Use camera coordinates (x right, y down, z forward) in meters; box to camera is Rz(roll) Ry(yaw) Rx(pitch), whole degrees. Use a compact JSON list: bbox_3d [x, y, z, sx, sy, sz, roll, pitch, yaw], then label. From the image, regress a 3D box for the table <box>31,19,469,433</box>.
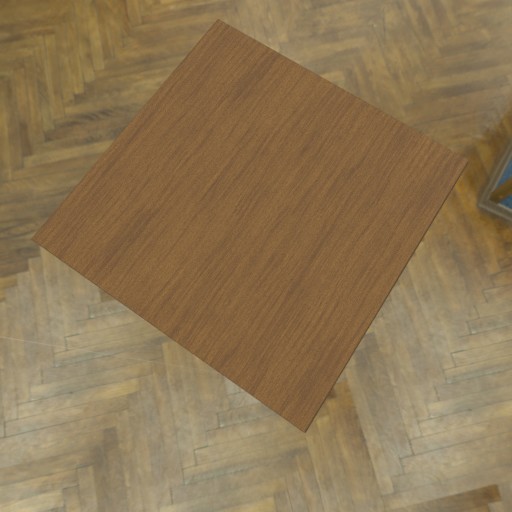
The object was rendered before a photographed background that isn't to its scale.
[{"bbox_3d":[0.000,0.000,0.818,0.398,0.540,0.397,33,77,9],"label":"table"}]
